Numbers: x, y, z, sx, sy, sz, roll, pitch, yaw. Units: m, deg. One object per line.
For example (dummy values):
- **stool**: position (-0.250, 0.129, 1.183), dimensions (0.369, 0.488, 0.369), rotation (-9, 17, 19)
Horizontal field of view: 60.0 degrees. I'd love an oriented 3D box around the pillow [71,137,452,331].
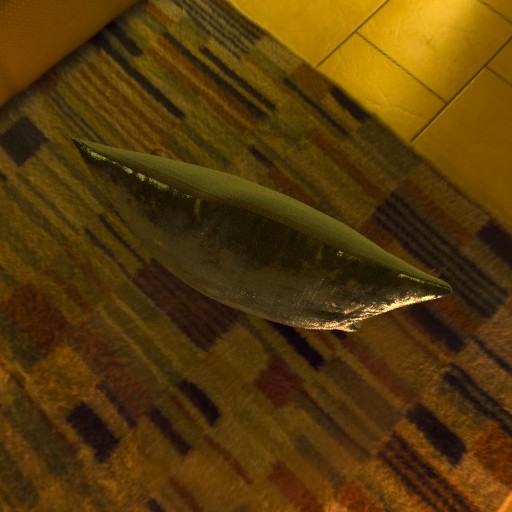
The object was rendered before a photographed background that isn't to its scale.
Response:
- **pillow**: position (0.000, 0.000, 0.721), dimensions (0.470, 0.464, 0.175), rotation (23, 77, 6)
